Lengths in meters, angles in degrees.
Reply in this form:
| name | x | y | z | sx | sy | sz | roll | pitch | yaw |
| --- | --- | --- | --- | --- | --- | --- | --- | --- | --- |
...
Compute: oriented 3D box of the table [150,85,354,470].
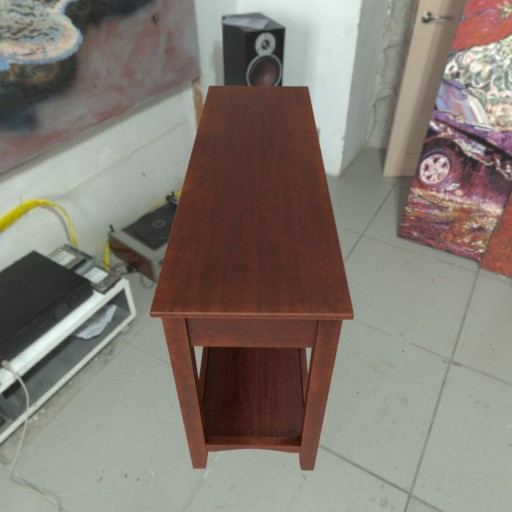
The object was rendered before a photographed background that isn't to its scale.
| name | x | y | z | sx | sy | sz | roll | pitch | yaw |
| --- | --- | --- | --- | --- | --- | --- | --- | --- | --- |
| table | 0.000 | 0.000 | 1.531 | 0.392 | 0.739 | 1.188 | 1 | 41 | 1 |
